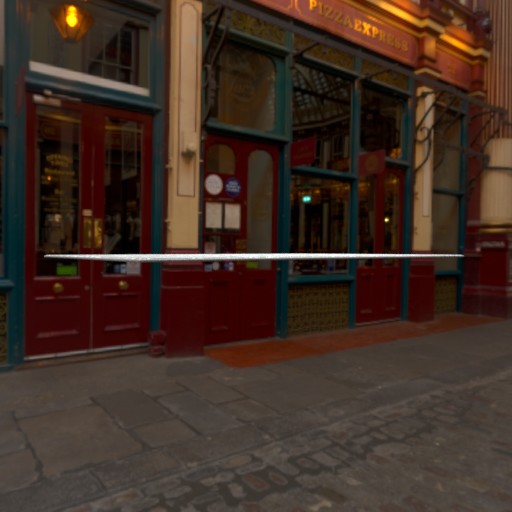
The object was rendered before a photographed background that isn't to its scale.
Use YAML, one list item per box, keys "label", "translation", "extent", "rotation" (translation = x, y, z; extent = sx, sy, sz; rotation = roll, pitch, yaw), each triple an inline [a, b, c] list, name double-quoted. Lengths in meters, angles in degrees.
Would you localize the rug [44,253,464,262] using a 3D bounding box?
- label: "rug"
  translation: [0.000, 0.000, 2.858]
  extent: [2.206, 0.014, 1.578]
  rotation: [-1, 1, -37]
